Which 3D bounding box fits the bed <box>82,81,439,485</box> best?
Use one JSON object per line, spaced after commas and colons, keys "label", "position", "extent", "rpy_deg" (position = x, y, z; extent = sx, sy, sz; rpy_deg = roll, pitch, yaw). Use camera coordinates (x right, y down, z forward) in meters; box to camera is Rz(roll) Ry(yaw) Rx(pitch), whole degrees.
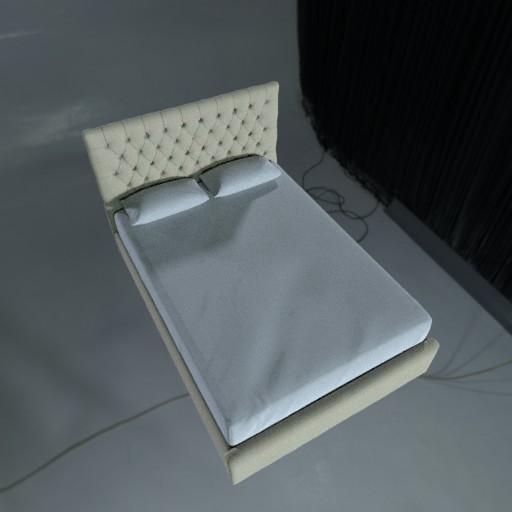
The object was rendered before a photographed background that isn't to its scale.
{"label": "bed", "position": [0.000, 0.000, 3.374], "extent": [1.698, 1.427, 2.387], "rpy_deg": [-22, 51, -19]}
